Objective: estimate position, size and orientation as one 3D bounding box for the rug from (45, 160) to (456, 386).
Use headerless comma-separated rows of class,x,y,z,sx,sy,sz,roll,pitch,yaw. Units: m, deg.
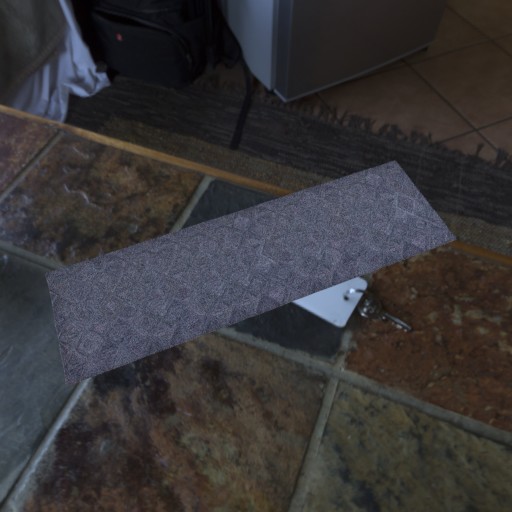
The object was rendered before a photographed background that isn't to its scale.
rug,0.000,0.000,2.568,2.296,0.011,0.691,-19,60,-11
